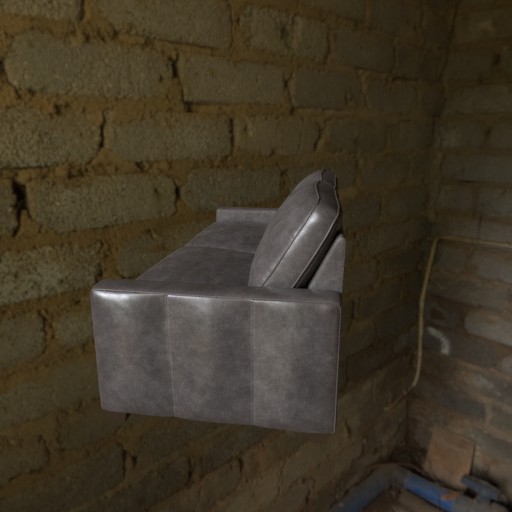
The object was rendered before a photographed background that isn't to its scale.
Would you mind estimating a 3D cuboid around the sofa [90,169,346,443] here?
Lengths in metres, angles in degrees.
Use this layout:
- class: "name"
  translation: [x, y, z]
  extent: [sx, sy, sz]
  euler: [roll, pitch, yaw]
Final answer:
- class: "sofa"
  translation: [0.000, 0.000, 2.578]
  extent: [0.939, 0.916, 2.081]
  euler: [2, 15, 9]
